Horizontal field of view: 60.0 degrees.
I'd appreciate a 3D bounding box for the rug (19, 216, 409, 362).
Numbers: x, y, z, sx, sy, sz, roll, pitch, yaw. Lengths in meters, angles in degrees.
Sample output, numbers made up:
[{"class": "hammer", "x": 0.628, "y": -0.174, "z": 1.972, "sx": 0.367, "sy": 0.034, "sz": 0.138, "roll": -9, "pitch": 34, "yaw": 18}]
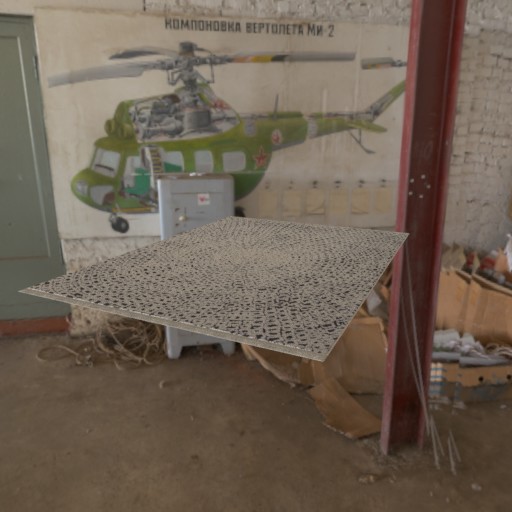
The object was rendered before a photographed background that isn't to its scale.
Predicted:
[{"class": "rug", "x": 0.000, "y": 0.000, "z": 2.119, "sx": 1.190, "sy": 0.003, "sz": 1.634, "roll": 8, "pitch": 18, "yaw": 25}]
